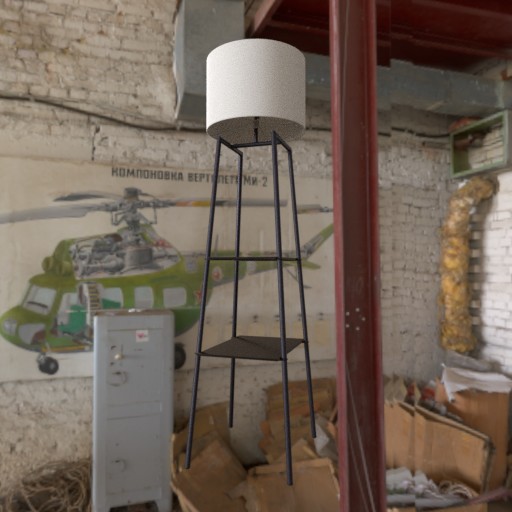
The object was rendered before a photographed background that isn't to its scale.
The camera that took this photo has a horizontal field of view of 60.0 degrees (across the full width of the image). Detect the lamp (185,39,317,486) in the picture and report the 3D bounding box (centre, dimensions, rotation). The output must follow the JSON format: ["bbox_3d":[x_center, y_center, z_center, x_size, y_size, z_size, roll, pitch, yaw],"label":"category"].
[{"bbox_3d":[0.000,0.000,1.682,0.384,1.474,0.427,0,-1,18],"label":"lamp"}]
